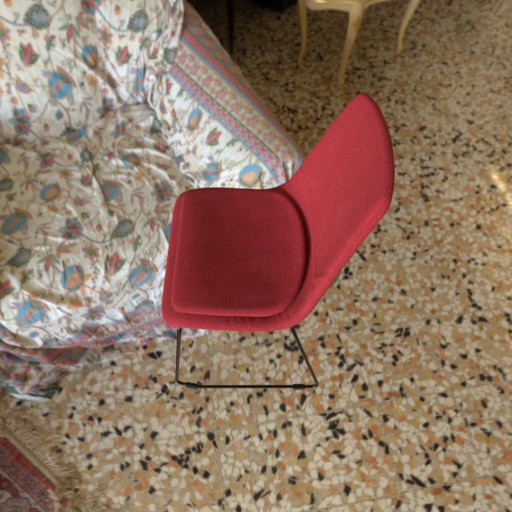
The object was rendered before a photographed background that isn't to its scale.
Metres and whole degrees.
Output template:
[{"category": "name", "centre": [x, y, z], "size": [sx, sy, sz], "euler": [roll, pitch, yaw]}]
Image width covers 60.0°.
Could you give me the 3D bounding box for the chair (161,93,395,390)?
[{"category": "chair", "centre": [0.000, 0.000, 1.200], "size": [0.518, 0.858, 0.479], "euler": [0, 57, 0]}]
